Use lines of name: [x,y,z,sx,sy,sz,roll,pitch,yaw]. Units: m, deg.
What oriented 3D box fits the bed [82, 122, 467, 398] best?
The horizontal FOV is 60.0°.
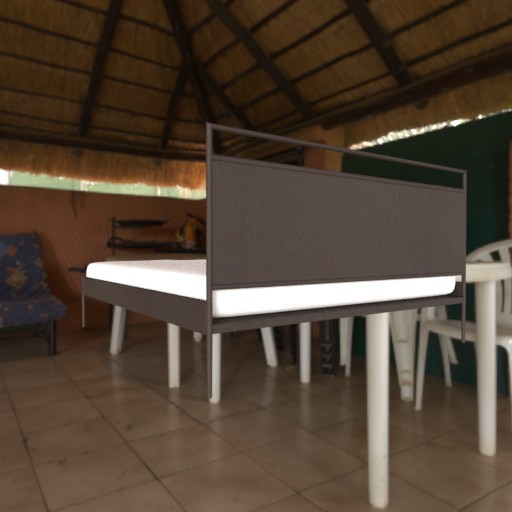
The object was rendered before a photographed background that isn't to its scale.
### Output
bed: [0.000,0.000,3.325,1.993,1.173,2.151,-1,1,-35]
